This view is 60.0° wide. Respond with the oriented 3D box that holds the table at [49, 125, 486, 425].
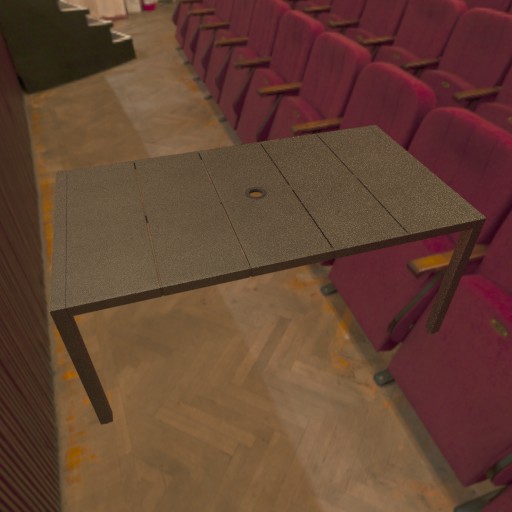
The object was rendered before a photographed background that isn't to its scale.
[{"bbox_3d":[0.000,0.000,2.178,1.680,0.735,0.914,-12,43,-13],"label":"table"}]
